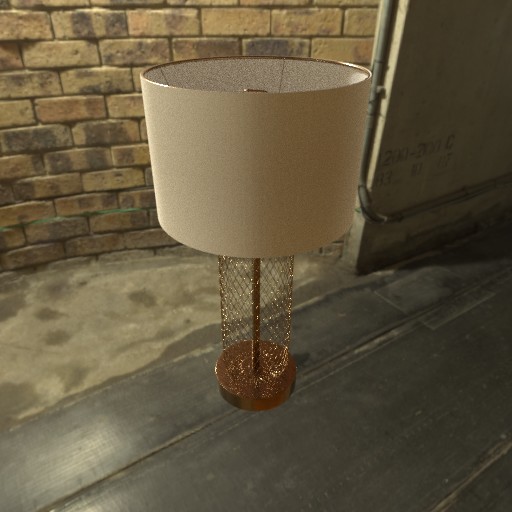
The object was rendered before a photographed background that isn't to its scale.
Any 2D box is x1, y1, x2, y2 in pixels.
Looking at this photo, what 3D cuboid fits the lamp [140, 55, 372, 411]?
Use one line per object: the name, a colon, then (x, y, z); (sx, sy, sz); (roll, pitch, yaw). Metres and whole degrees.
lamp: (0.000, 0.000, 0.618); (0.252, 0.483, 0.252); (10, 32, 16)
